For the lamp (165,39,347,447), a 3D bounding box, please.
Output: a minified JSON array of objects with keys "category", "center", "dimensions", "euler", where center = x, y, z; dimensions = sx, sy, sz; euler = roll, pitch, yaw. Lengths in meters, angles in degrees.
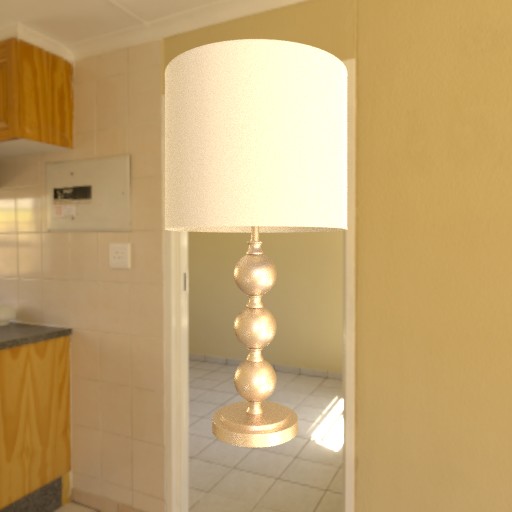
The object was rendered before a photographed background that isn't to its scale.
[{"category":"lamp","center":[0.000,0.000,0.686],"dimensions":[0.277,0.538,0.277],"euler":[0,1,16]}]
